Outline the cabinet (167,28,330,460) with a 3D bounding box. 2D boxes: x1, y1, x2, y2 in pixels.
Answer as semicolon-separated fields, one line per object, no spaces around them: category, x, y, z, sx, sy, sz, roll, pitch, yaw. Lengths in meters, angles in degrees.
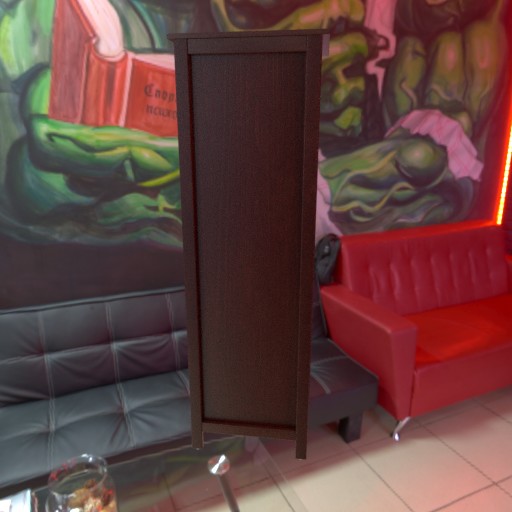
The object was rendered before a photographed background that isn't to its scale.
cabinet;0.000;0.000;1.730;0.500;1.518;0.401;2;16;8
